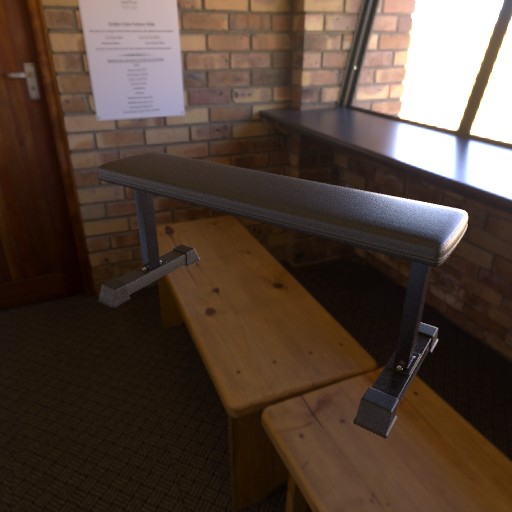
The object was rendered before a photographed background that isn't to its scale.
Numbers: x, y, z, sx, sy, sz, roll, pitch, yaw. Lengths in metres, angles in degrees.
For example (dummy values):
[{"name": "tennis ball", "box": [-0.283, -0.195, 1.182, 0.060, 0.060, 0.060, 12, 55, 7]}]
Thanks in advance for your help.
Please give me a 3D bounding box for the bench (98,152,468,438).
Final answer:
[{"name": "bench", "box": [0.000, 0.000, 1.317, 1.072, 0.453, 0.439, 17, 31, 31]}]
